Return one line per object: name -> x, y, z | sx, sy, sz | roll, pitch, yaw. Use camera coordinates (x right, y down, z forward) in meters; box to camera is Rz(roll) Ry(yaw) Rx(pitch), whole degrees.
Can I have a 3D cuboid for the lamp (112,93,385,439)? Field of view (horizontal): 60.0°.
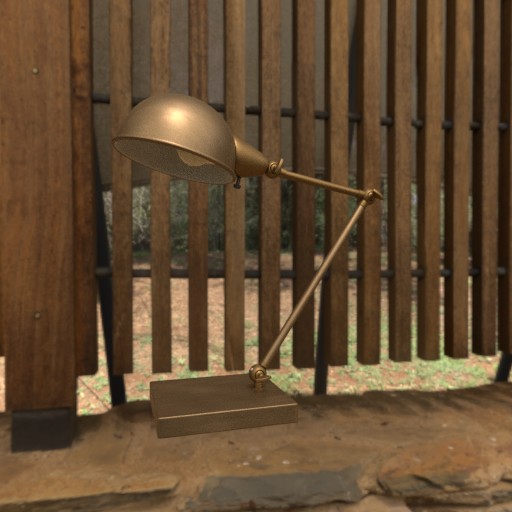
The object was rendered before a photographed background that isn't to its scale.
lamp -> 0.000, 0.000, 0.548 | 0.339, 0.371, 0.149 | 0, 0, -17
